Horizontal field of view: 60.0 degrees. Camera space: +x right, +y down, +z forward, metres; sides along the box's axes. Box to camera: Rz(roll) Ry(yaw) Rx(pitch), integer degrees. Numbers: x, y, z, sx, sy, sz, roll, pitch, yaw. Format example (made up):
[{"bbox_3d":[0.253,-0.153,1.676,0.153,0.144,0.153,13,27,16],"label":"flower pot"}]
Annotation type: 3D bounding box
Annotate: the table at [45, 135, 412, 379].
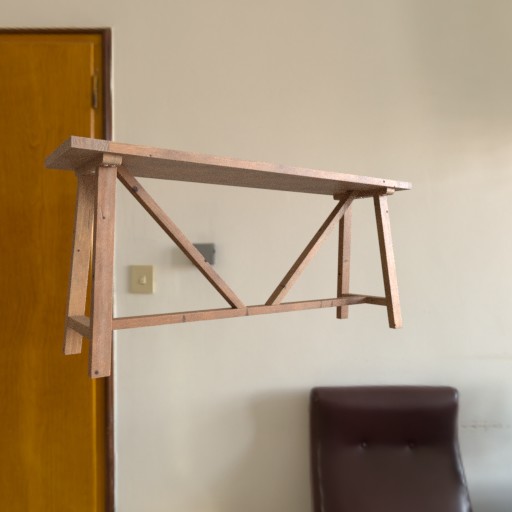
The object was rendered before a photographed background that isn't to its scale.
[{"bbox_3d":[0.000,0.000,2.159,1.800,0.810,0.465,-1,1,-35],"label":"table"}]
